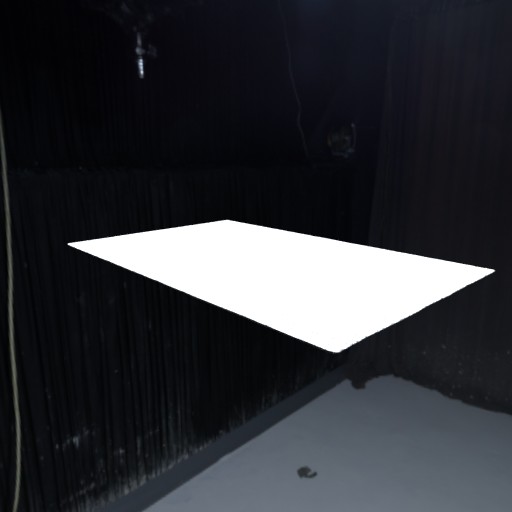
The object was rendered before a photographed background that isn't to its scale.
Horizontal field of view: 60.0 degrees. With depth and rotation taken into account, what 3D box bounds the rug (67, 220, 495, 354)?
[{"bbox_3d":[0.000,0.000,2.923,1.546,0.010,2.442,-13,19,-42],"label":"rug"}]
